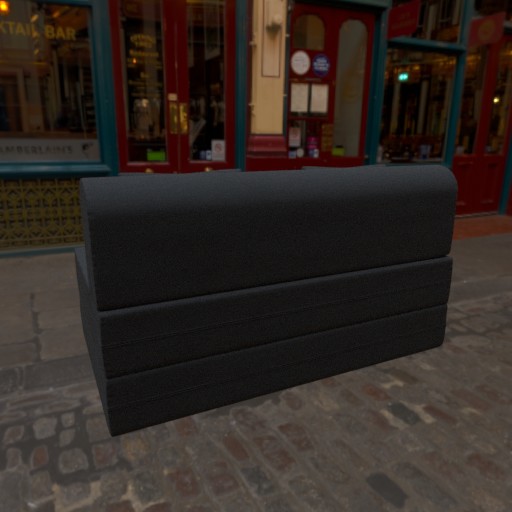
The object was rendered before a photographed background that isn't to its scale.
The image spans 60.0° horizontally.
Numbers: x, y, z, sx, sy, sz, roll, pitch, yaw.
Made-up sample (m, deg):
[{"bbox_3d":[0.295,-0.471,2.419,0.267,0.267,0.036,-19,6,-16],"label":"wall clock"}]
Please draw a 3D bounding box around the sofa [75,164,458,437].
[{"bbox_3d":[0.000,0.000,1.665,1.225,0.670,0.762,-7,17,-25],"label":"sofa"}]
